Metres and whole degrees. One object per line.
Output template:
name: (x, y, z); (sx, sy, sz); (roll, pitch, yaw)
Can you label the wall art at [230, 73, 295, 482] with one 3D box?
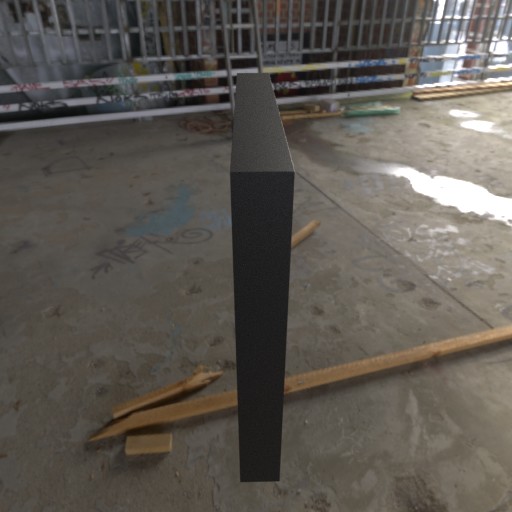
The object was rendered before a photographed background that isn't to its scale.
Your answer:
wall art: (0.000, 0.000, 0.458); (0.037, 0.303, 0.304); (-1, 32, -1)
